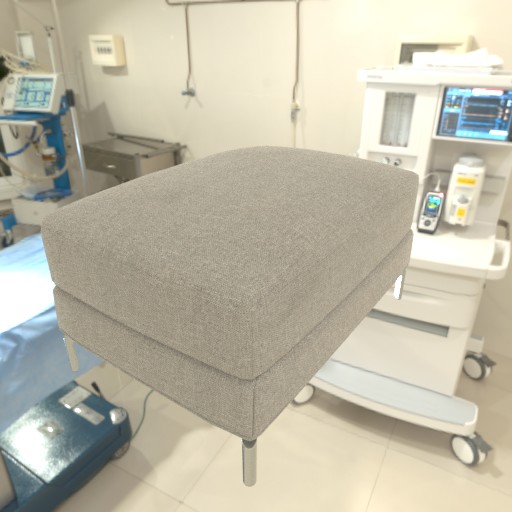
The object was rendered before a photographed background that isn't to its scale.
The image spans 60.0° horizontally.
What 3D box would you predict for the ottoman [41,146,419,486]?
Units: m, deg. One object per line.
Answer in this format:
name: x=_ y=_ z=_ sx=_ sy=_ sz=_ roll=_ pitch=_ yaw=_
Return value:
ottoman: x=0.000 y=0.000 z=1.144 sx=0.584 sy=0.457 sz=0.838 roll=18 pitch=31 yaw=31
